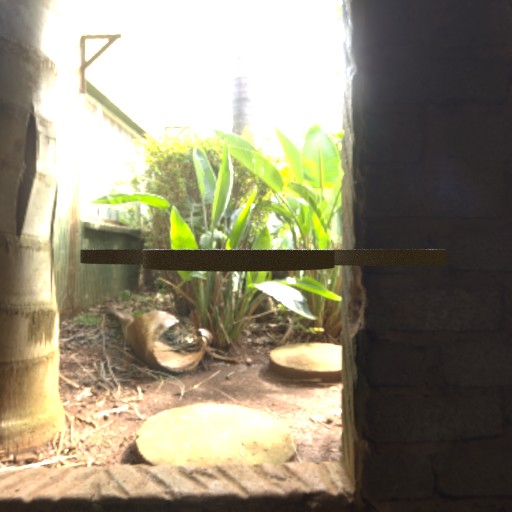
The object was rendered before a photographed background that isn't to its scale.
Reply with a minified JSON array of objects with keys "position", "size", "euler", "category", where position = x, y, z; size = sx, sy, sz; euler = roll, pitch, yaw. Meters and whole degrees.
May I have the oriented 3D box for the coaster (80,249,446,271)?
[{"position":[0.000,0.000,0.334],"size":[0.220,0.010,0.224],"euler":[-1,1,-37],"category":"coaster"}]
